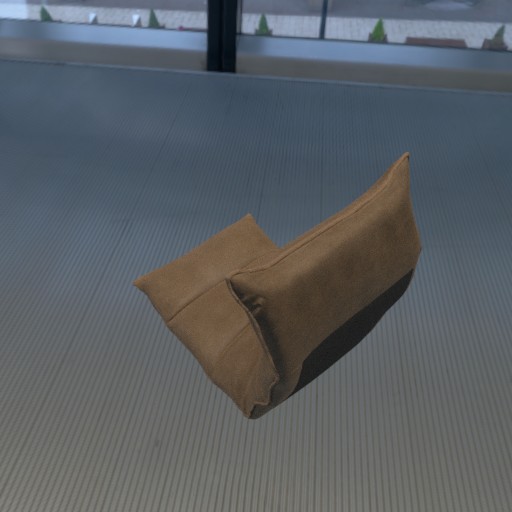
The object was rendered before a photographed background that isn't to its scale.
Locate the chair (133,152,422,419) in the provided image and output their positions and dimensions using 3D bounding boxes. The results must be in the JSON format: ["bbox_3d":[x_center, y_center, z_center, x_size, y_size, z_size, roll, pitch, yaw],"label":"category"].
[{"bbox_3d":[0.000,0.000,1.635,0.714,0.892,0.985,-31,54,-26],"label":"chair"}]
